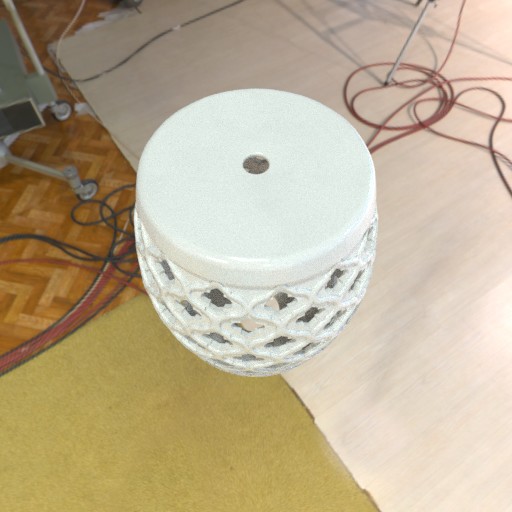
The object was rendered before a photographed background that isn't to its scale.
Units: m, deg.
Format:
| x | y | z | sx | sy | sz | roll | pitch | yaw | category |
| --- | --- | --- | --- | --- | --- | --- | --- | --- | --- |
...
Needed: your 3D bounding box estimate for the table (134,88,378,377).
| x | y | z | sx | sy | sz | roll | pitch | yaw | category |
| --- | --- | --- | --- | --- | --- | --- | --- | --- | --- |
| 0.000 | 0.000 | 0.648 | 0.325 | 0.388 | 0.325 | 0 | 59 | 0 | table |
